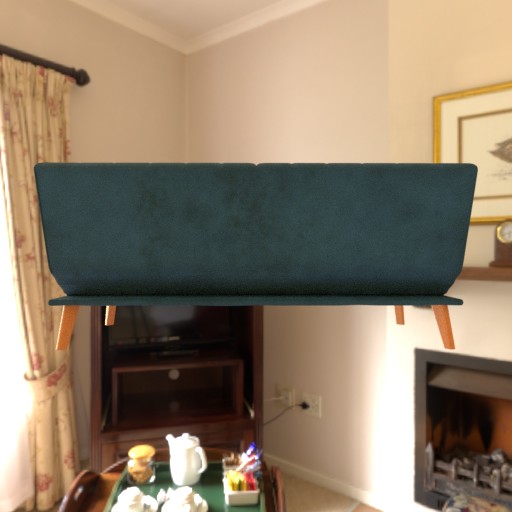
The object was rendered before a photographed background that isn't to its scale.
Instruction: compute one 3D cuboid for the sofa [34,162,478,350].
[{"bbox_3d":[0.000,0.000,2.223,1.804,0.813,0.855,0,1,0],"label":"sofa"}]
